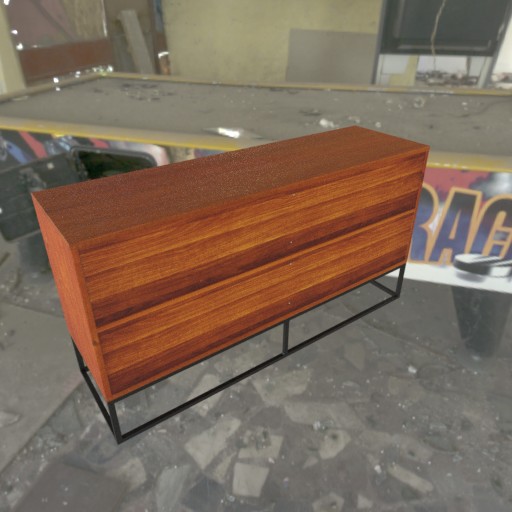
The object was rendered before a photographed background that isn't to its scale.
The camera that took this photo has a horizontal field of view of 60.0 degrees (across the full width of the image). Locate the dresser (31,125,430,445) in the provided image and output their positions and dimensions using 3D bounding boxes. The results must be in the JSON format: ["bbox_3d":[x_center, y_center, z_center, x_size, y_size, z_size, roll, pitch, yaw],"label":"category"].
[{"bbox_3d":[0.000,0.000,1.911,1.536,0.810,0.464,-20,36,-30],"label":"dresser"}]
